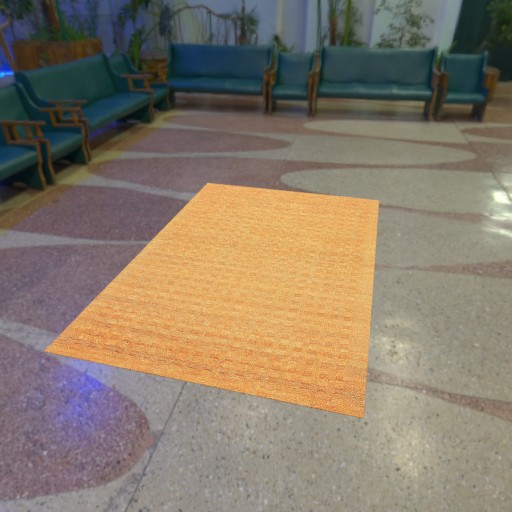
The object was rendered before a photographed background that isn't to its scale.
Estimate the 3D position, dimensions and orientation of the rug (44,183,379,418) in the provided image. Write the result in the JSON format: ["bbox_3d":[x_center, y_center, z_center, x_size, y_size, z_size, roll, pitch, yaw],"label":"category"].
[{"bbox_3d":[0.000,0.000,2.934,1.524,0.006,2.285,8,32,13],"label":"rug"}]
